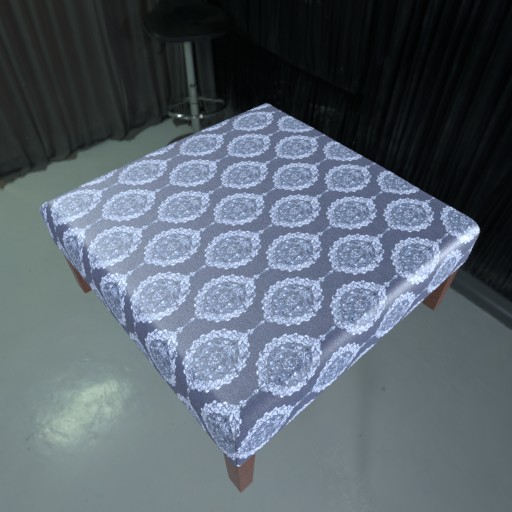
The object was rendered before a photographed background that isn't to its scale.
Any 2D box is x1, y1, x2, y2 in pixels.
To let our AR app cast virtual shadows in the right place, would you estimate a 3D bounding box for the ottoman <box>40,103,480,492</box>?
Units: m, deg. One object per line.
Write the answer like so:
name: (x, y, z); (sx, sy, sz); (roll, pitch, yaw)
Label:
ottoman: (0.000, 0.000, 1.356); (0.890, 0.409, 0.889); (-33, 55, -27)
